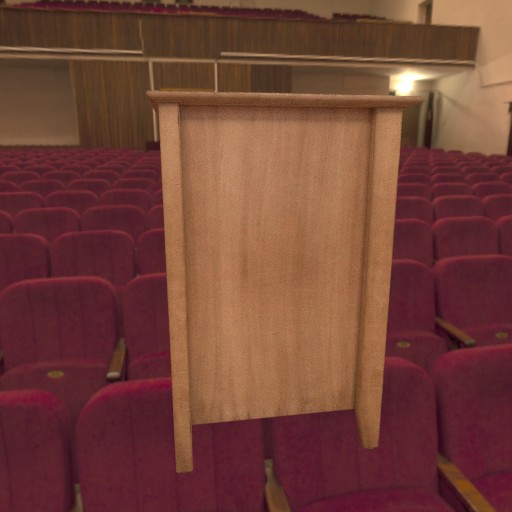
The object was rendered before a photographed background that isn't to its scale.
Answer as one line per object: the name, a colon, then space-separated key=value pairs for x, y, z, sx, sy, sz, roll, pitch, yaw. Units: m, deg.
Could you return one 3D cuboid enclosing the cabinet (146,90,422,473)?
cabinet: x=0.000 y=0.000 z=1.226 sx=0.503 sy=0.762 sz=0.763 roll=-2 pitch=14 yaw=-9
